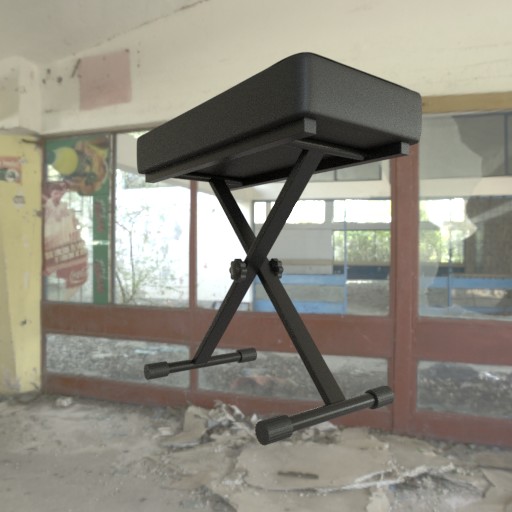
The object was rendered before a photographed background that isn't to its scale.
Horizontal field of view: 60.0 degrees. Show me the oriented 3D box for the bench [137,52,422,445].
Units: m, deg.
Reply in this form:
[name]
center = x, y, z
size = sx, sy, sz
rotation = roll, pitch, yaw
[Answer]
[bench]
center = 0.000, 0.000, 0.923
size = 0.300, 0.561, 0.600
rotation = 0, 0, -37
